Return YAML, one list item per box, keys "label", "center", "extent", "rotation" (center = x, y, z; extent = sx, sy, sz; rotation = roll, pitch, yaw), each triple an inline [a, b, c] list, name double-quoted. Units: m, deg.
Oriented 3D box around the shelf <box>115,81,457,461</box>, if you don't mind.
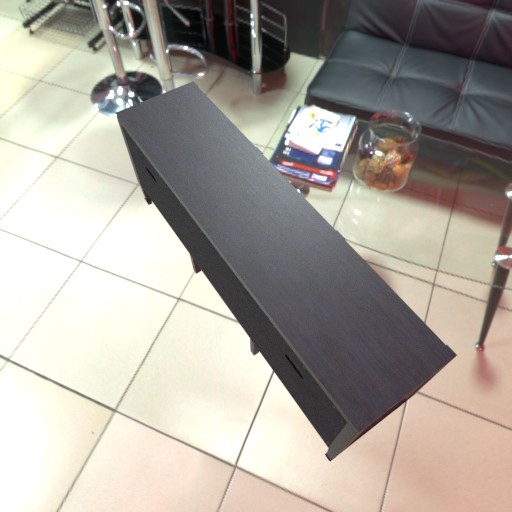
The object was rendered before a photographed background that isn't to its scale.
- label: "shelf"
  center: [0.000, 0.000, 2.228]
  extent: [0.471, 0.715, 1.878]
  rotation: [-30, 62, -18]
